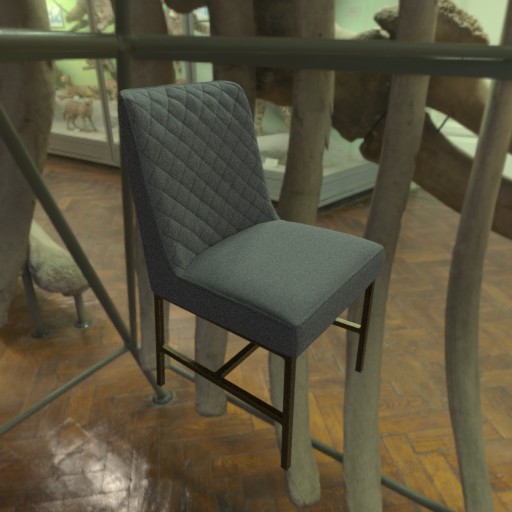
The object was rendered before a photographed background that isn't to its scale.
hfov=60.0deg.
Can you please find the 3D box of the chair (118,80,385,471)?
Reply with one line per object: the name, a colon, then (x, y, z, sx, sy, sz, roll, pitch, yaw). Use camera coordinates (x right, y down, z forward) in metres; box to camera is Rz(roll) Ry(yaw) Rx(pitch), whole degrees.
chair: (0.000, 0.000, 1.261, 0.587, 0.889, 0.508, 18, 31, 32)
